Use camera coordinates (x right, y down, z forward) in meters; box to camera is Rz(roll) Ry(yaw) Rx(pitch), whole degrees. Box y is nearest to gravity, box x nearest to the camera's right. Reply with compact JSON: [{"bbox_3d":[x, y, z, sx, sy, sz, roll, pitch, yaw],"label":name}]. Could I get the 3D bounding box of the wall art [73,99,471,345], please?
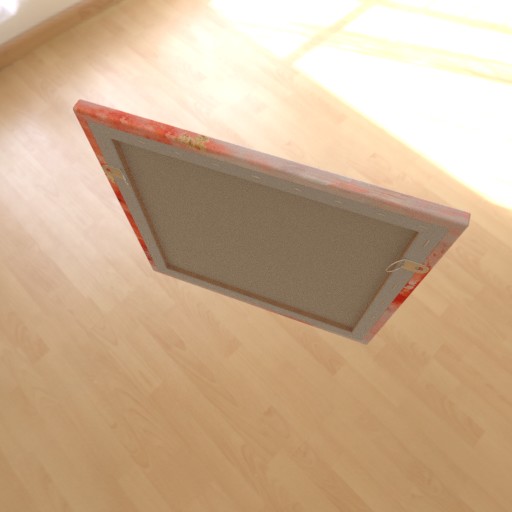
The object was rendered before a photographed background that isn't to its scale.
[{"bbox_3d":[0.000,0.000,1.316,0.878,0.878,0.066,18,65,9],"label":"wall art"}]
